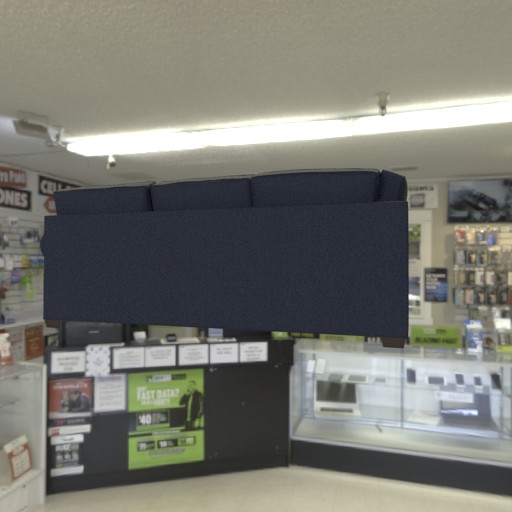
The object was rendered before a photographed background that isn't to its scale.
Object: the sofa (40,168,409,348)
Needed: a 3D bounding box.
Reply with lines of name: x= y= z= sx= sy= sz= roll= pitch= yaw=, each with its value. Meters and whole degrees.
sofa: x=0.000 y=0.000 z=3.961 sx=2.562 sy=1.042 sz=2.487 roll=0 pitch=-1 yaw=19
